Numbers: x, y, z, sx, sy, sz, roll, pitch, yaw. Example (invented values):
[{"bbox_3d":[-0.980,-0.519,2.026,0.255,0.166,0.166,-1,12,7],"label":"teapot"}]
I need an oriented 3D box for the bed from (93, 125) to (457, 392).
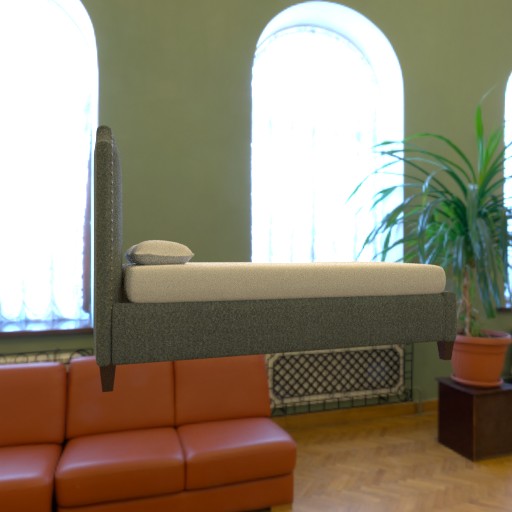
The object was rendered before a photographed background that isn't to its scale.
[{"bbox_3d":[0.000,0.000,3.468,2.372,1.443,1.712,0,0,-19],"label":"bed"}]
